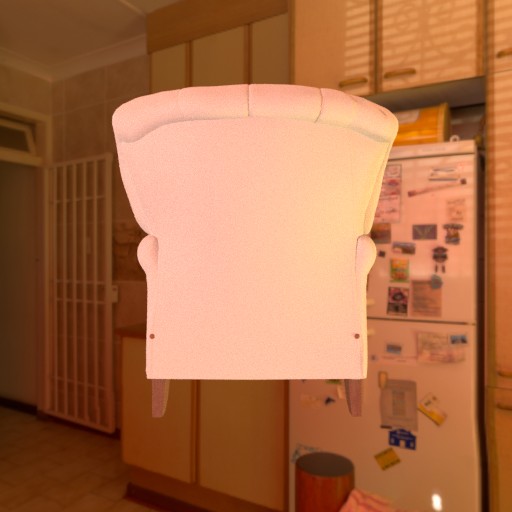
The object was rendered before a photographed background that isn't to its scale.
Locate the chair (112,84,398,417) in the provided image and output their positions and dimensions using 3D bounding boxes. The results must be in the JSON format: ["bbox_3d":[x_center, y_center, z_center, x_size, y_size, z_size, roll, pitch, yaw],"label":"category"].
[{"bbox_3d":[0.000,0.000,2.018,1.090,1.217,1.128,0,0,0],"label":"chair"}]
